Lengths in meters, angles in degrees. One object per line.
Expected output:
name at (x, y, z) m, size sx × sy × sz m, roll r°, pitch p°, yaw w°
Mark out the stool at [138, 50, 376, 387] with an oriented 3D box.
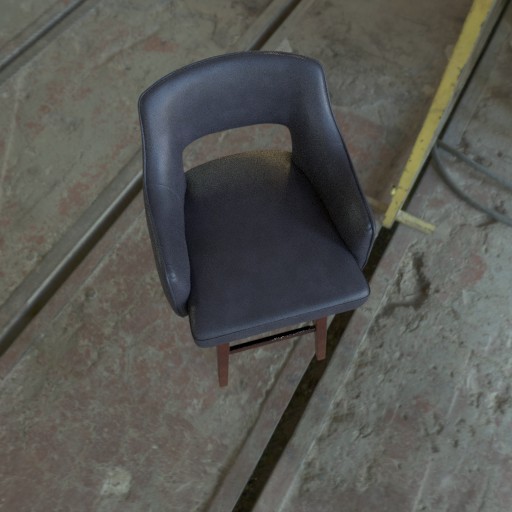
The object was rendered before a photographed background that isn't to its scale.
stool at (0.000, 0.000, 1.367) m, size 0.550 × 1.041 × 0.560 m, roll -14°, pitch 64°, yaw -7°
